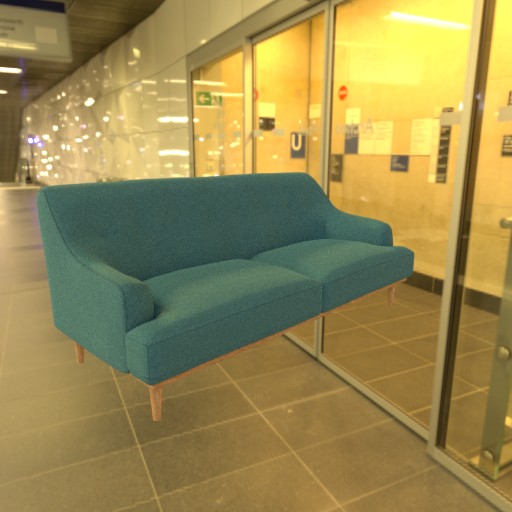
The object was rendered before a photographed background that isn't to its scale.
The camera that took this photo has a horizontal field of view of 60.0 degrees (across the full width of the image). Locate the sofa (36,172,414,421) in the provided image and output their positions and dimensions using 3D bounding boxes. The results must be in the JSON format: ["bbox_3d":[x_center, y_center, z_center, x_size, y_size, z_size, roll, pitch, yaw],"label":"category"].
[{"bbox_3d":[0.000,0.000,2.534,0.978,0.871,2.057,13,18,43],"label":"sofa"}]
